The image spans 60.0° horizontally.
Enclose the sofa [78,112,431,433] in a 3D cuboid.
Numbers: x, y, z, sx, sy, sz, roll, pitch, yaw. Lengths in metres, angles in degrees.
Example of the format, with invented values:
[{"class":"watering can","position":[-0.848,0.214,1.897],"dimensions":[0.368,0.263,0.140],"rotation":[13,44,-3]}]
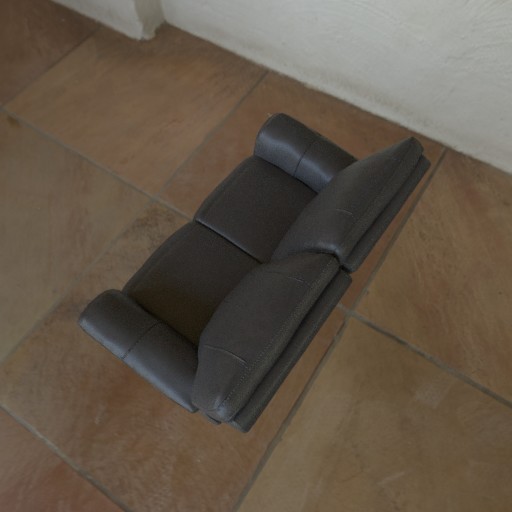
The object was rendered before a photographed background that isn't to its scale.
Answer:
[{"class":"sofa","position":[0.000,0.000,2.495],"dimensions":[1.104,1.111,1.765],"rotation":[33,67,16]}]
